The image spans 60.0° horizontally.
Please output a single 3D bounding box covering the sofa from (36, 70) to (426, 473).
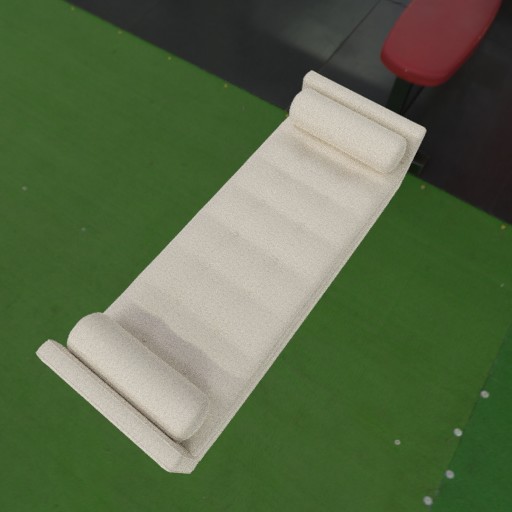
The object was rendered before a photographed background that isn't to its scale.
[{"bbox_3d":[0.000,0.000,2.274,0.746,0.641,1.985,34,68,15],"label":"sofa"}]
